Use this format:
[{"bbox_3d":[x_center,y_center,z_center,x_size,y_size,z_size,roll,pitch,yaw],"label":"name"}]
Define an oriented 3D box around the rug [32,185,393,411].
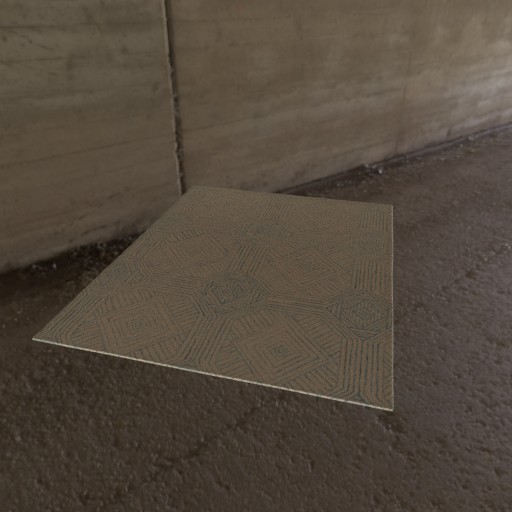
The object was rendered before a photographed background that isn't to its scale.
[{"bbox_3d":[0.000,0.000,4.113,2.457,0.015,3.049,8,31,13],"label":"rug"}]
